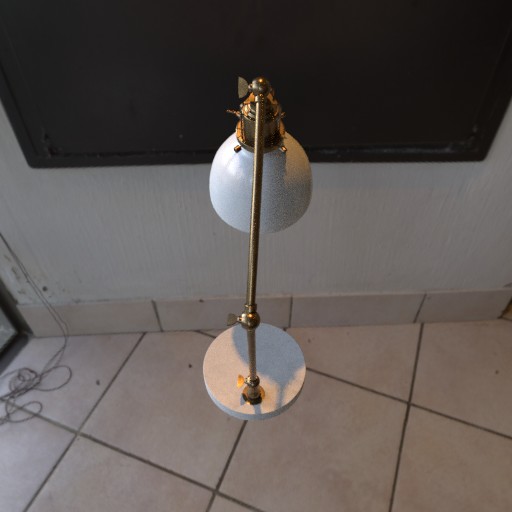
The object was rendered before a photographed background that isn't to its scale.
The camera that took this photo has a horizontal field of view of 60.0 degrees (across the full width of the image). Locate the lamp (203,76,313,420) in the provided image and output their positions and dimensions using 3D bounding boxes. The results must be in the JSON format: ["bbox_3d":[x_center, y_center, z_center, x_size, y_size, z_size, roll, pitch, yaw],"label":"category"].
[{"bbox_3d":[0.000,0.000,0.665,0.186,0.522,0.317,2,46,2],"label":"lamp"}]
